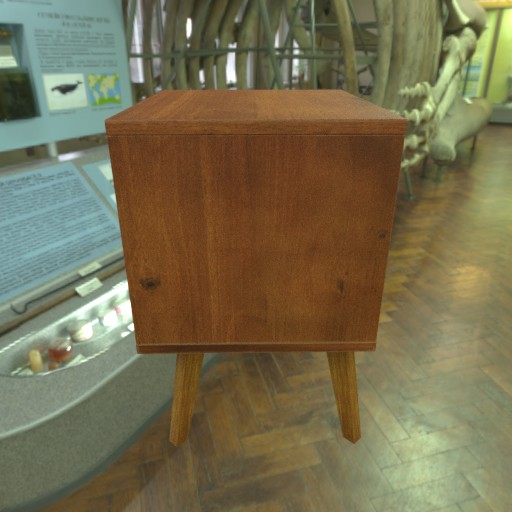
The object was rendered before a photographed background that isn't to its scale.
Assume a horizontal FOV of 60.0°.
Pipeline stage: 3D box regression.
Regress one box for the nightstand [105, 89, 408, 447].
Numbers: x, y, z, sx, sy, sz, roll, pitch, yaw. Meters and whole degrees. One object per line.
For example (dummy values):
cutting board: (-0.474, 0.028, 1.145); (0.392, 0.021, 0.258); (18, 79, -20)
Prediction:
nightstand: (0.000, 0.000, 0.930); (0.411, 0.618, 0.460); (0, 25, -1)
